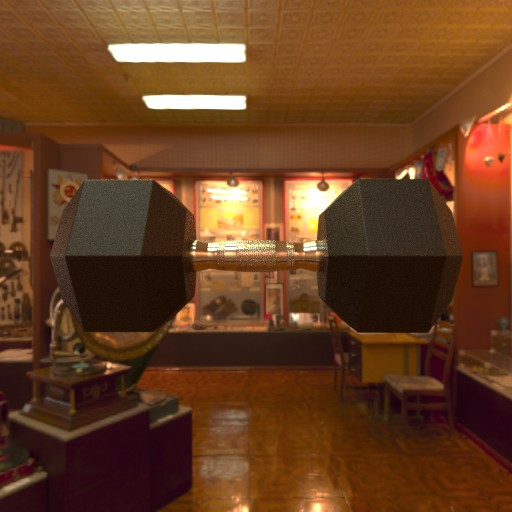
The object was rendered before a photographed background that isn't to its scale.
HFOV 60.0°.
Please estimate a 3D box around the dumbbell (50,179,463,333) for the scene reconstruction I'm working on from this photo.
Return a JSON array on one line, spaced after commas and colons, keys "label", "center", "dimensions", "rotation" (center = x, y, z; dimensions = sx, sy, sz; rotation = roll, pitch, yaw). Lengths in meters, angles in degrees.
[{"label": "dumbbell", "center": [0.000, 0.000, 0.434], "dimensions": [0.361, 0.137, 0.157], "rotation": [0, 0, 1]}]
